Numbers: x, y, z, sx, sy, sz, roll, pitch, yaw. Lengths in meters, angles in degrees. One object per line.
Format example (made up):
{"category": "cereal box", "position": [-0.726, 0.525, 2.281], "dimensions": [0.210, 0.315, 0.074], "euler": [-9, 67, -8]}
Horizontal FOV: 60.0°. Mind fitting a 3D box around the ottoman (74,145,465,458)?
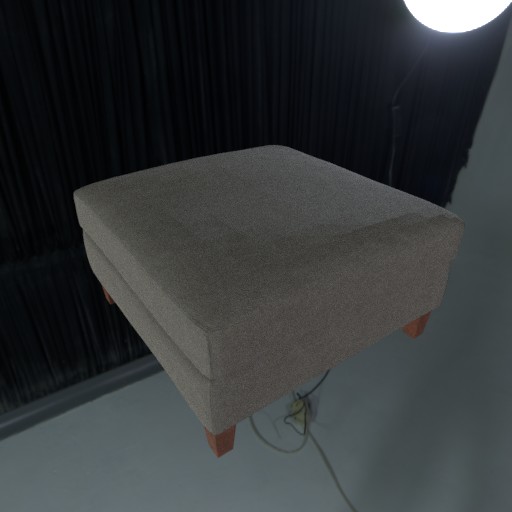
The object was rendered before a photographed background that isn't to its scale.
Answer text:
{"category": "ottoman", "position": [0.000, 0.000, 1.423], "dimensions": [0.861, 0.482, 0.881], "euler": [-20, 37, -30]}
